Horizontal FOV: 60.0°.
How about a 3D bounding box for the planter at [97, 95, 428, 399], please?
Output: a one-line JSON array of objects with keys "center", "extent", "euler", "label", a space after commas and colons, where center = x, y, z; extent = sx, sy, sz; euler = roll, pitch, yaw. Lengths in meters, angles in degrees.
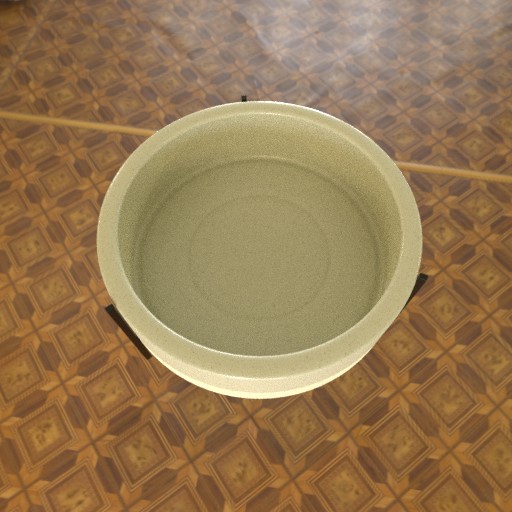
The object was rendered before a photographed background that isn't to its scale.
[{"center": [0.000, 0.000, 0.533], "extent": [0.345, 0.171, 0.336], "euler": [-33, 67, -16], "label": "planter"}]
